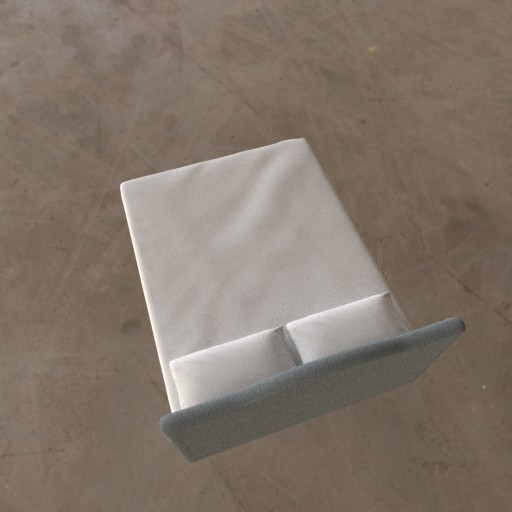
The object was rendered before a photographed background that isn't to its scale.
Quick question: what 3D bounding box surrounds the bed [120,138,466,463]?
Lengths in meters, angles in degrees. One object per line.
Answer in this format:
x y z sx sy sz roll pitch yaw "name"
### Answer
0.000 0.000 3.934 2.161 1.457 2.689 -16 60 -10 "bed"
